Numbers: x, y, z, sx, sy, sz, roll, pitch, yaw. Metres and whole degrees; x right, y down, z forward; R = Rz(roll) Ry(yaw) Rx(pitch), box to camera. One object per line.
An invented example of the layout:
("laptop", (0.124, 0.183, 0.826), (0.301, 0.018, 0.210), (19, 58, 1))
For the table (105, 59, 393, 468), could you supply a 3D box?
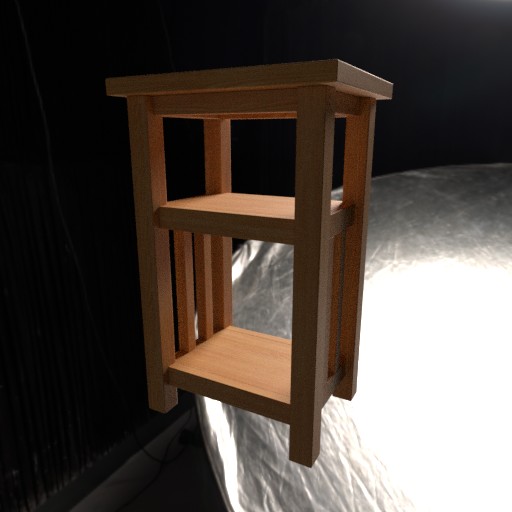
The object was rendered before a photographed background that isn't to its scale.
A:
("table", (0.000, 0.000, 0.745), (0.350, 0.550, 0.270), (8, 17, 28))
